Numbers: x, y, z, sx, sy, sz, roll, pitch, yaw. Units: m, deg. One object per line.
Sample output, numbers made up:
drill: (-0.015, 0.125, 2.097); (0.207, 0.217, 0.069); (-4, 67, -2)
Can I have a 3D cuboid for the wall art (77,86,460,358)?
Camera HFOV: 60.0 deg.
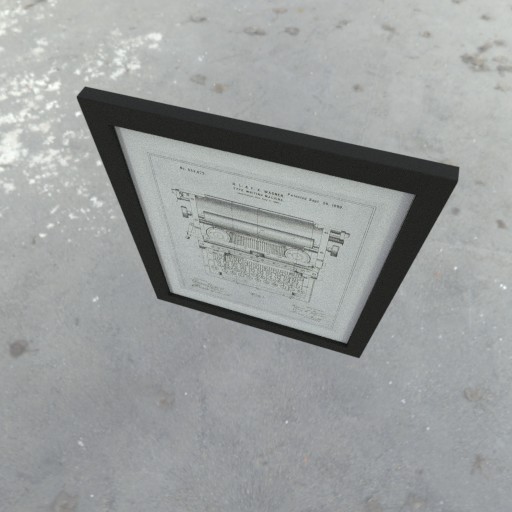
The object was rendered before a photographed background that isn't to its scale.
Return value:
wall art: (0.000, 0.000, 0.697); (0.432, 0.508, 0.021); (15, 58, 9)
